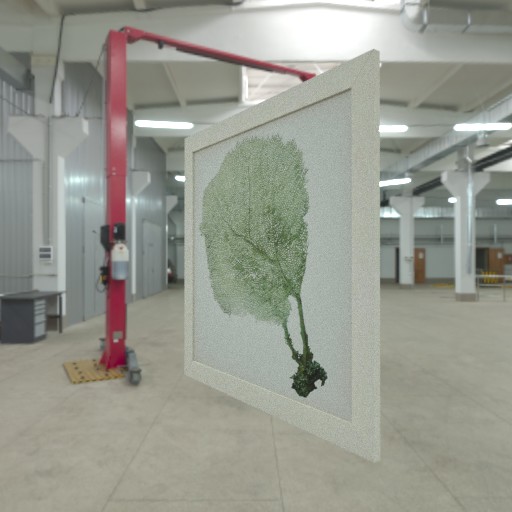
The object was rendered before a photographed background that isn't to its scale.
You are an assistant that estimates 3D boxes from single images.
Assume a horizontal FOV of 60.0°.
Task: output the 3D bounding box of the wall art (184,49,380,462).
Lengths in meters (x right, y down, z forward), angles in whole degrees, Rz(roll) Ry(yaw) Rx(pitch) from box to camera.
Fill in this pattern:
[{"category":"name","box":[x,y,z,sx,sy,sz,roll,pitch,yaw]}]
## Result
[{"category":"wall art","box":[0.000,0.000,0.868,0.013,0.584,0.584,0,0,-36]}]
